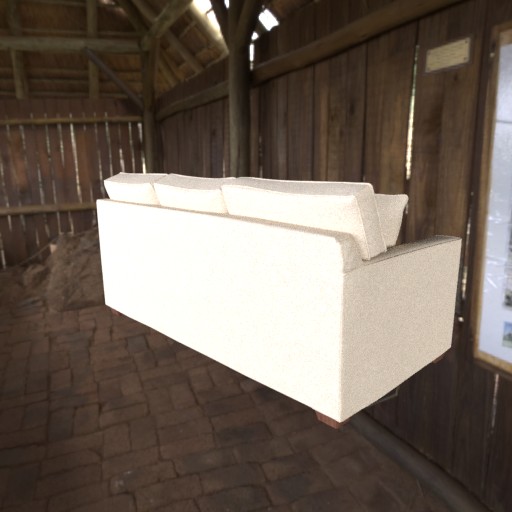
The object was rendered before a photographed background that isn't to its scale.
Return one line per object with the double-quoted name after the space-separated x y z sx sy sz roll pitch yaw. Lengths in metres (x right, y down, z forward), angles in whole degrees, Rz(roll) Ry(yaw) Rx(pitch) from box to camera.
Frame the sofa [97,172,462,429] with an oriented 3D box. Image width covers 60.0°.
0.000 0.000 2.590 1.034 0.946 1.962 -11 16 -43 "sofa"
